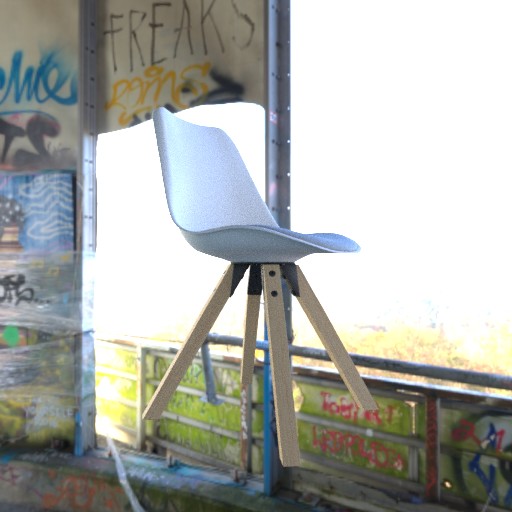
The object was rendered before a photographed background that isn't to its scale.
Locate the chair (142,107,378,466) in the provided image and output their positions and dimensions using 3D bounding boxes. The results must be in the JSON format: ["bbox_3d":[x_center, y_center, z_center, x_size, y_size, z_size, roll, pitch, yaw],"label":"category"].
[{"bbox_3d":[0.000,0.000,1.208,0.550,0.850,0.485,0,-1,37],"label":"chair"}]
